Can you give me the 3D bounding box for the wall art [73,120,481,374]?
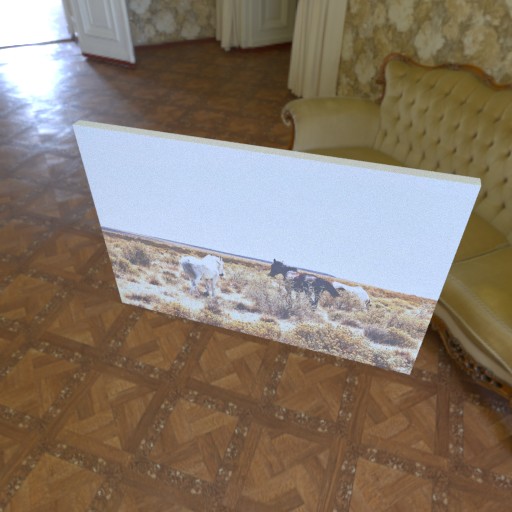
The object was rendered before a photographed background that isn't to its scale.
[{"bbox_3d":[0.000,0.000,1.932,1.520,1.016,0.051,12,42,13],"label":"wall art"}]
